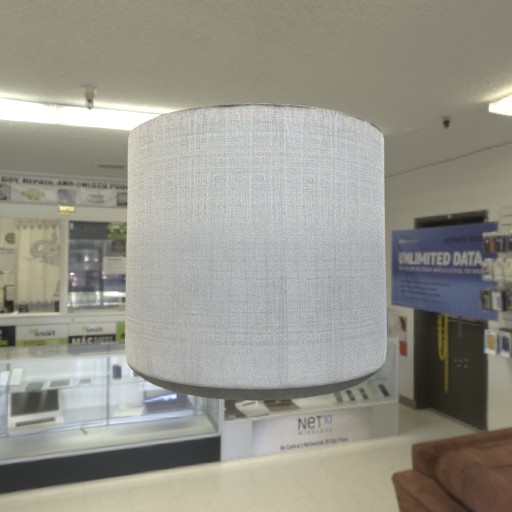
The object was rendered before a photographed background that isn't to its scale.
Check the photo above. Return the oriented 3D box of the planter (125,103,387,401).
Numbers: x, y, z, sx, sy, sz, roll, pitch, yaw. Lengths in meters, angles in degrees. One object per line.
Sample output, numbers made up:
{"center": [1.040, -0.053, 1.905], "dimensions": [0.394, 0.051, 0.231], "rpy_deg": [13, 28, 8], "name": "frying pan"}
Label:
{"center": [0.000, 0.000, 0.399], "dimensions": [0.226, 0.201, 0.226], "rpy_deg": [0, 0, 0], "name": "planter"}
